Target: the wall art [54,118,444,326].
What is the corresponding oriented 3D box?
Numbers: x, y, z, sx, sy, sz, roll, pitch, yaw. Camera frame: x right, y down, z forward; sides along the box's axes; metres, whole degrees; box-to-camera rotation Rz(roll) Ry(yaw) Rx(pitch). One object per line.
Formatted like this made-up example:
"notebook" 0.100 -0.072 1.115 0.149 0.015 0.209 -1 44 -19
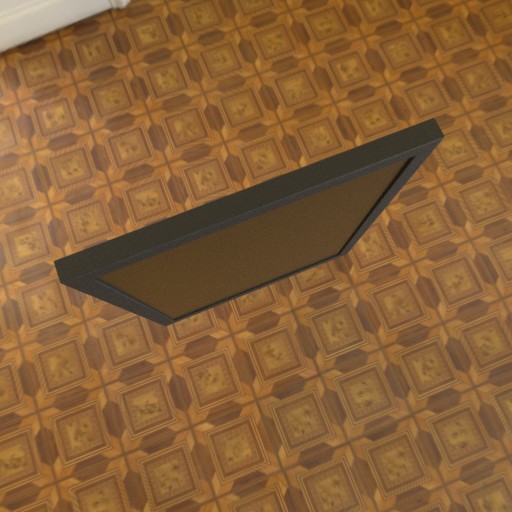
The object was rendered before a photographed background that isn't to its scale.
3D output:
"wall art" 0.000 0.000 0.762 0.457 0.558 0.028 -21 77 -5
